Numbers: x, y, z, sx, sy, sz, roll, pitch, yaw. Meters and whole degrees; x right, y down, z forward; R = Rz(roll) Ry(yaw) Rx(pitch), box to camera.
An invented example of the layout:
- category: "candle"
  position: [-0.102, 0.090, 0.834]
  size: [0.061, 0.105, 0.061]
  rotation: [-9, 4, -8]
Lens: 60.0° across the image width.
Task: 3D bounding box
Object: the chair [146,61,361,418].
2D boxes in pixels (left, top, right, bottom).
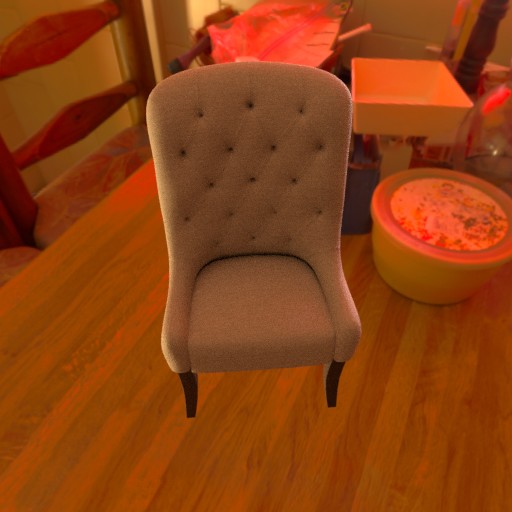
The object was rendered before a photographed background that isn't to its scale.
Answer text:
- category: "chair"
  position: [0.000, 0.000, 1.521]
  size: [0.634, 1.091, 0.629]
  rotation: [-3, 46, -3]
